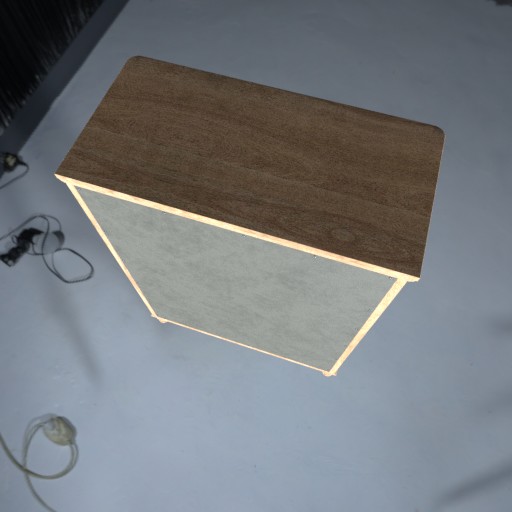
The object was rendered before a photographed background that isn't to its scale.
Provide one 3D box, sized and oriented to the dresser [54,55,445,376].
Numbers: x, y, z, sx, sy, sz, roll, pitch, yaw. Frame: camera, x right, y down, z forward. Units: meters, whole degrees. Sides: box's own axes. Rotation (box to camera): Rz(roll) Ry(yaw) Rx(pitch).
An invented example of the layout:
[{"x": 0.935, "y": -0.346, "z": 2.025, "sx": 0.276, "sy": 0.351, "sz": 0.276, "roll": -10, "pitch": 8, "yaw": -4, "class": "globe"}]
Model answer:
[{"x": 0.000, "y": 0.000, "z": 1.806, "sx": 0.973, "sy": 1.318, "sz": 0.484, "roll": 16, "pitch": 65, "yaw": 8, "class": "dresser"}]
